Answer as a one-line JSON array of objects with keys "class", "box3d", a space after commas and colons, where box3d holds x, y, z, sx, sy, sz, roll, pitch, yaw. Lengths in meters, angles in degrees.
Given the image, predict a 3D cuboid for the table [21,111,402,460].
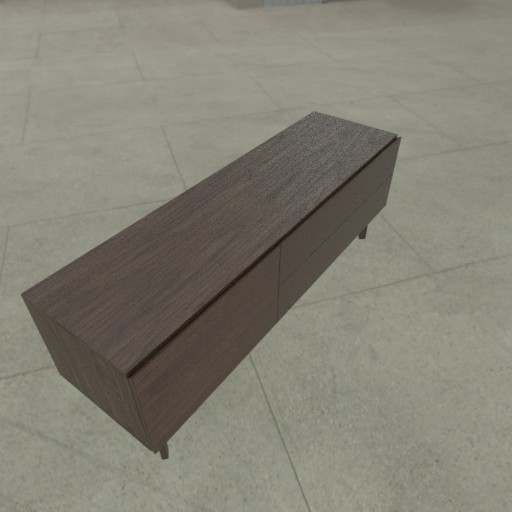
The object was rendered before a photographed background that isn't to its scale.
[{"class": "table", "box3d": [0.000, 0.000, 1.588, 0.405, 0.508, 1.397, 26, 47, 27]}]
